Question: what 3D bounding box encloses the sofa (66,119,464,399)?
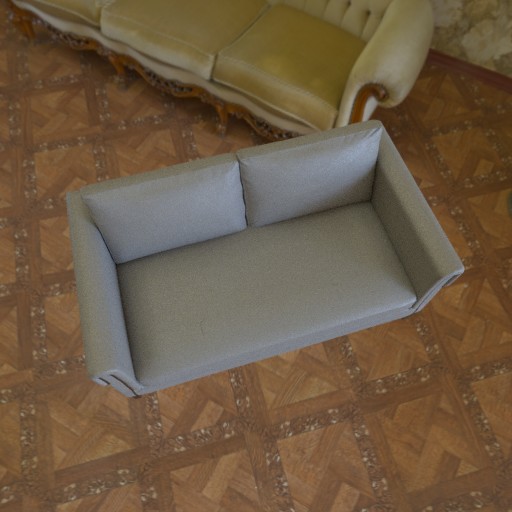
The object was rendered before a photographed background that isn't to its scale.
[{"bbox_3d":[0.000,0.000,2.160,1.598,0.873,0.899,-15,63,-8],"label":"sofa"}]
